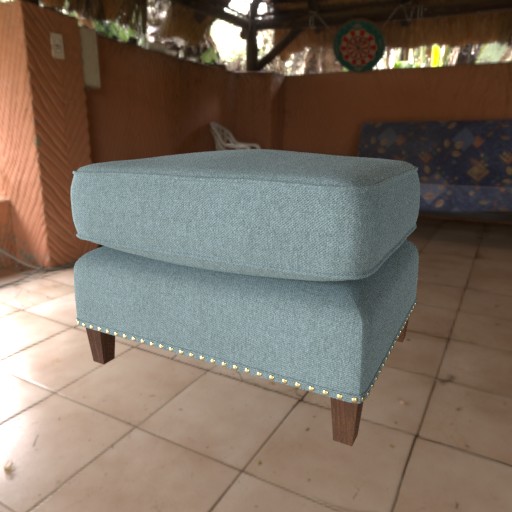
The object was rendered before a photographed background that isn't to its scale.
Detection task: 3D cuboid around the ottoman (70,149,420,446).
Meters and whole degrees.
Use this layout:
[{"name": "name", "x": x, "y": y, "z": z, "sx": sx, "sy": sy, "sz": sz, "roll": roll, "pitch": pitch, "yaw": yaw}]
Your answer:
[{"name": "ottoman", "x": 0.000, "y": 0.000, "z": 1.144, "sx": 0.738, "sy": 0.537, "sz": 0.589, "roll": 8, "pitch": 17, "yaw": 27}]
